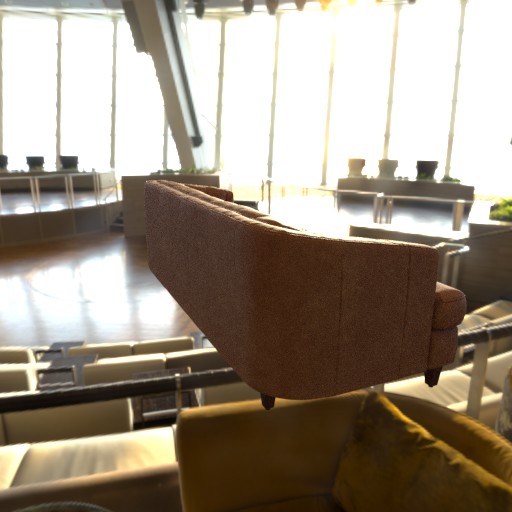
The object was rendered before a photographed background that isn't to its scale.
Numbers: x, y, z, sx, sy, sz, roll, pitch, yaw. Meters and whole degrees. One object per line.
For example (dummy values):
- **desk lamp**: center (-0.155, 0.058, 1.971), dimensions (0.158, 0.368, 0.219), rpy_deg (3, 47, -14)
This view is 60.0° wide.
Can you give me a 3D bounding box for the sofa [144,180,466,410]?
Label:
- **sofa**: center (0.000, 0.000, 2.641), dimensions (0.922, 0.791, 2.257), rpy_deg (-7, 17, -24)
